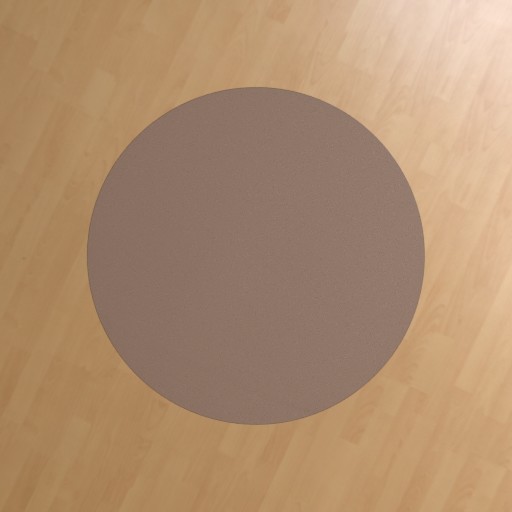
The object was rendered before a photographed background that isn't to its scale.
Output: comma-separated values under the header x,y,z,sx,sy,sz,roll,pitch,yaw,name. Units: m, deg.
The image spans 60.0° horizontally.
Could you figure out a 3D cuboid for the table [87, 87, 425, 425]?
x,y,z,sx,sy,sz,roll,pitch,yaw,name
0.000,0.000,1.245,0.800,0.400,0.800,0,90,-1,table
